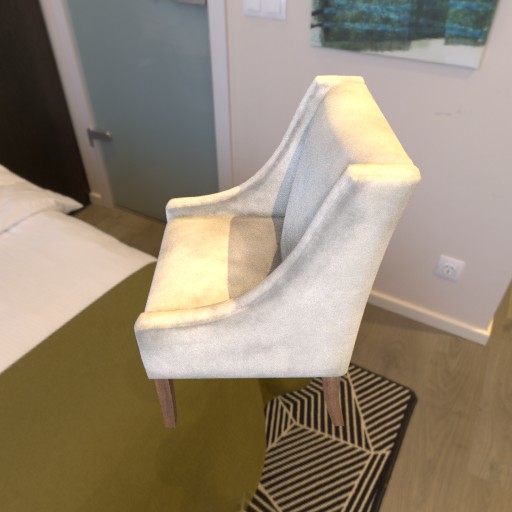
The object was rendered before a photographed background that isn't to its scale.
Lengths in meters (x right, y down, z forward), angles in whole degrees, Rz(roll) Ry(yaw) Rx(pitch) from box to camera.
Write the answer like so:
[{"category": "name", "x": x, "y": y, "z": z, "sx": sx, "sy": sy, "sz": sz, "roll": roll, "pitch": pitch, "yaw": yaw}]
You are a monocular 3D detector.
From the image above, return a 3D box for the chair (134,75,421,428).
[{"category": "chair", "x": 0.000, "y": 0.000, "z": 1.342, "sx": 0.629, "sy": 0.895, "sz": 0.629, "roll": 0, "pitch": 39, "yaw": 0}]
